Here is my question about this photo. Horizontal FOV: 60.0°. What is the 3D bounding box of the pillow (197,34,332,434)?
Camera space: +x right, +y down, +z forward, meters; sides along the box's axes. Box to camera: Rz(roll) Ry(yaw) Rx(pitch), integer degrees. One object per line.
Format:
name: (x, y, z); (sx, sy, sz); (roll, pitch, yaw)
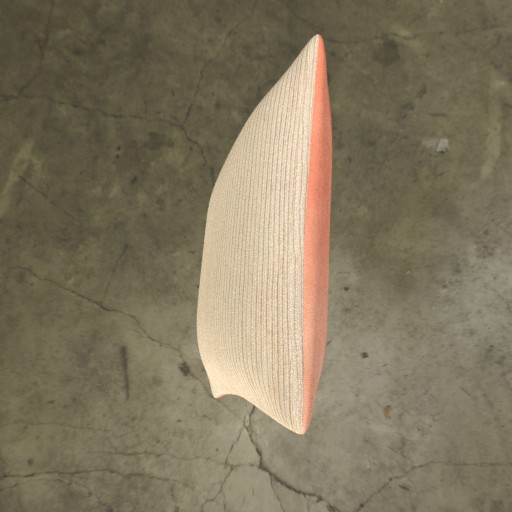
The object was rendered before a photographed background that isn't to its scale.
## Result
pillow: (0.000, 0.000, 0.637); (0.177, 0.401, 0.424); (4, 75, 1)
